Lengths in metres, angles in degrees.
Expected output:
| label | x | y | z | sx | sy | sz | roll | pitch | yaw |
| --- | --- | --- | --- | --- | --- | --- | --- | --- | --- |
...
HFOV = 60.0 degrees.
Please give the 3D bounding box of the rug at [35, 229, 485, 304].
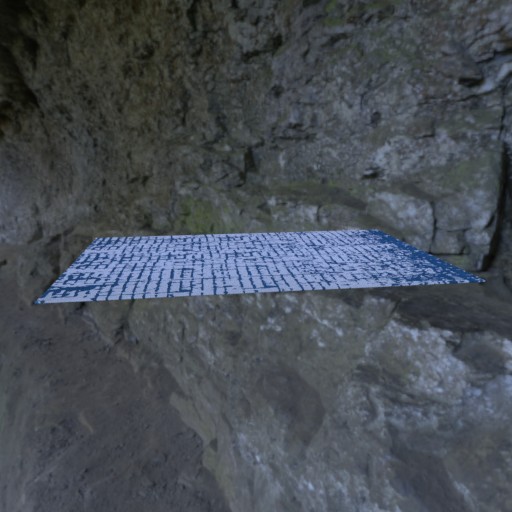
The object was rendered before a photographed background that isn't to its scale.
| label | x | y | z | sx | sy | sz | roll | pitch | yaw |
| --- | --- | --- | --- | --- | --- | --- | --- | --- | --- |
| rug | 0.000 | 0.000 | 3.088 | 2.435 | 0.011 | 1.517 | -2 | 15 | -8 |
